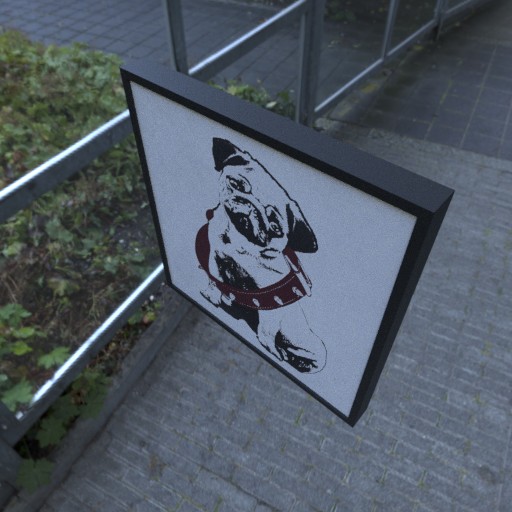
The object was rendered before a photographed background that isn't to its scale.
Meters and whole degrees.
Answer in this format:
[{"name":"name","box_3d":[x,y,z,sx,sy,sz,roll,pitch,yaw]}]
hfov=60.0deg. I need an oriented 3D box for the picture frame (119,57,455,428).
[{"name":"picture frame","box_3d":[0.000,0.000,0.466,0.317,0.317,0.030,32,54,27]}]
